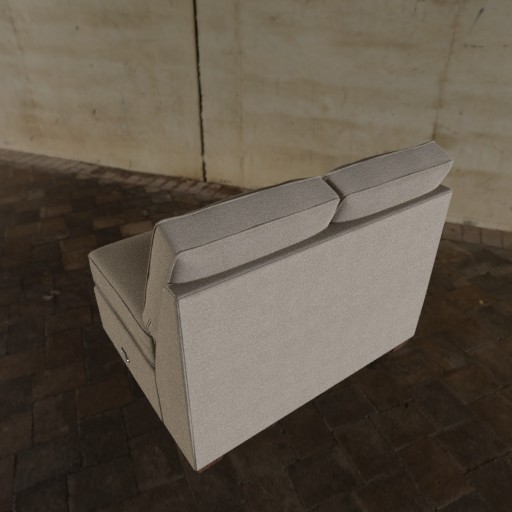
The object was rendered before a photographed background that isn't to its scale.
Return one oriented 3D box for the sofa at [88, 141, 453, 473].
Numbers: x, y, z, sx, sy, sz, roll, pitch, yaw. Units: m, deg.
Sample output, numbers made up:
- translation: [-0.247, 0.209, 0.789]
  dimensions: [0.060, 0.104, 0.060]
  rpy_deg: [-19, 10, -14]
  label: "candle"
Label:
- translation: [0.000, 0.000, 1.956]
  dimensions: [1.232, 1.006, 0.978]
  rpy_deg: [-21, 38, -30]
  label: "sofa"
